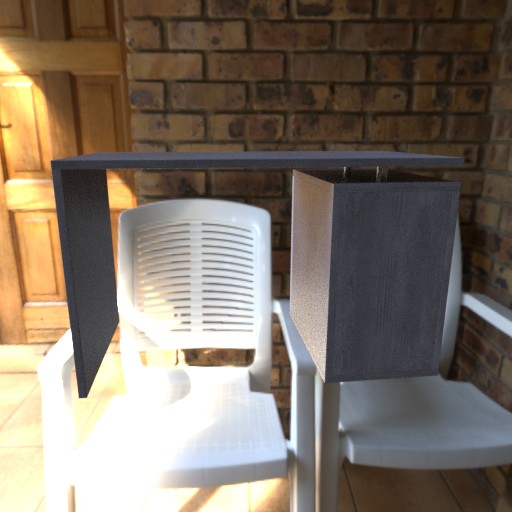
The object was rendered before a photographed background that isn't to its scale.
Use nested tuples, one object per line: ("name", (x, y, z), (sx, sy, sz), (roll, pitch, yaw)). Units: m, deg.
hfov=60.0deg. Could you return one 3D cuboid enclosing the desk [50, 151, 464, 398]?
("desk", (0.000, 0.000, 1.659), (1.200, 0.740, 0.600), (-2, 15, -7))
